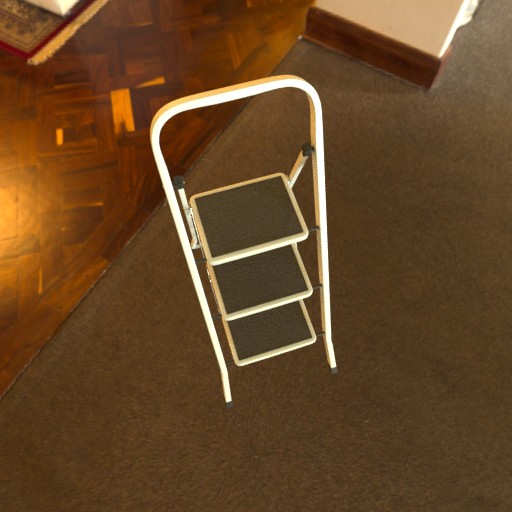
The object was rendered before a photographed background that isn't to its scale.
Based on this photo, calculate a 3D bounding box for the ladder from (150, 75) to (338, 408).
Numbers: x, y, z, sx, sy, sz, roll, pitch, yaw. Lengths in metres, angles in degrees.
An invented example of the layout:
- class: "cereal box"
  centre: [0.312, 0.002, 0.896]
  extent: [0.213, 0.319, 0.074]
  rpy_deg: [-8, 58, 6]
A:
- class: "ladder"
  centre: [0.000, 0.000, 1.398]
  extent: [0.460, 1.050, 0.711]
  rpy_deg: [-16, 67, -7]
